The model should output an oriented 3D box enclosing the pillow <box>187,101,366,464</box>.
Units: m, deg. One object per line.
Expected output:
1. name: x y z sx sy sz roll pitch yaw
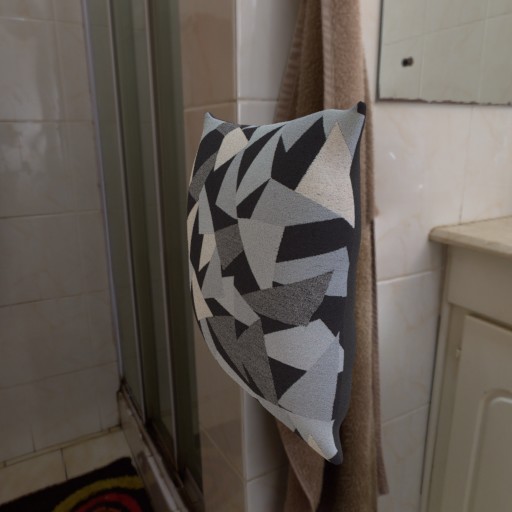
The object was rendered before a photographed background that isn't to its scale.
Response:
1. pillow: 0.000 0.000 0.771 0.208 0.496 0.503 -8 17 -26
